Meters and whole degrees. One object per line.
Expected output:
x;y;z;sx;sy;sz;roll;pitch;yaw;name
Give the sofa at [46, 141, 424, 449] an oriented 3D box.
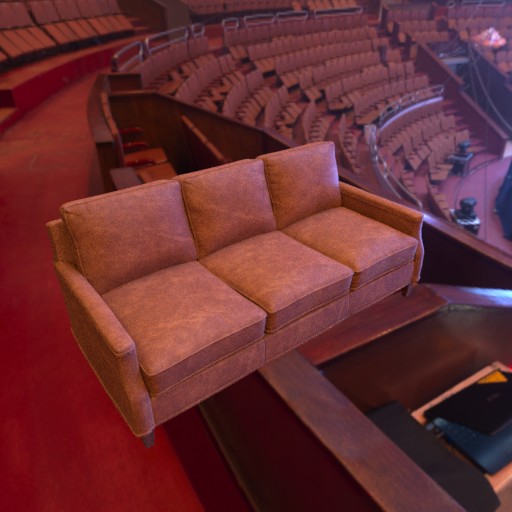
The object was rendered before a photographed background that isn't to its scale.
0.000;0.000;2.851;2.246;1.003;1.084;-21;37;-32;sofa
